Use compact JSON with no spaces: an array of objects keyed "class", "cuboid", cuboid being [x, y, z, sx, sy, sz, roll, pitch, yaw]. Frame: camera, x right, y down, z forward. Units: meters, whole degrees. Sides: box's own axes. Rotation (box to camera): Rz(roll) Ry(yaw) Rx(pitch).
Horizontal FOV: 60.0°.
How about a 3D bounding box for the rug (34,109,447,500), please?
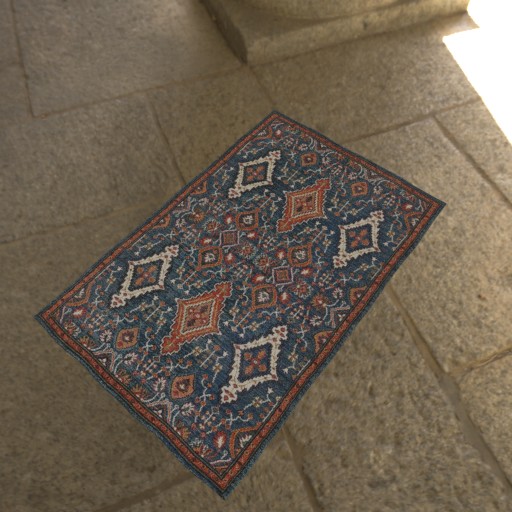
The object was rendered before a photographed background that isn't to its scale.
[{"class":"rug","cuboid":[0.000,0.000,4.082,2.190,0.008,3.371,35,65,19]}]
